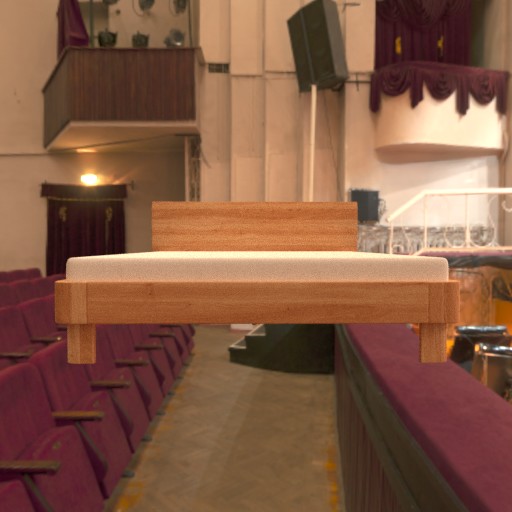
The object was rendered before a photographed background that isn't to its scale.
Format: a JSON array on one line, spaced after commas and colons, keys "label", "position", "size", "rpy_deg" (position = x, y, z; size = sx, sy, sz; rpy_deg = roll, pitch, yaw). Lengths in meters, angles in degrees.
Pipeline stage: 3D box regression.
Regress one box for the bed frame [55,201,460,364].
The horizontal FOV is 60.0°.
[{"label": "bed frame", "position": [0.000, 0.000, 3.028], "size": [1.872, 0.940, 2.092], "rpy_deg": [0, 1, -1]}]
